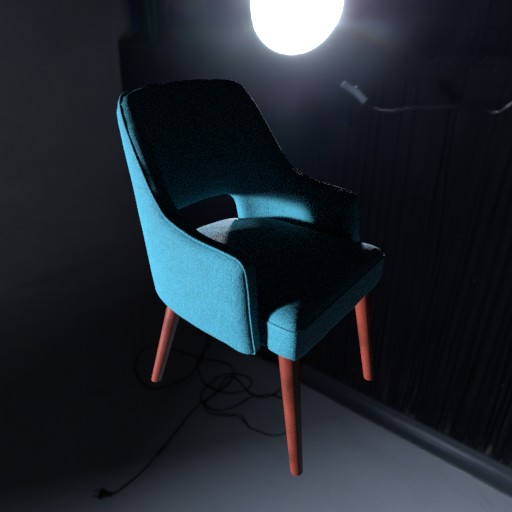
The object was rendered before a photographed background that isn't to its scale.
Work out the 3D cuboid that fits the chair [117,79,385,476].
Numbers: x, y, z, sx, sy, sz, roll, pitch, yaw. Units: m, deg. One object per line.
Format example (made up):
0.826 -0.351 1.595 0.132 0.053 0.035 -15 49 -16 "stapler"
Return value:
0.000 0.000 1.205 0.605 0.849 0.548 20 33 33 "chair"
